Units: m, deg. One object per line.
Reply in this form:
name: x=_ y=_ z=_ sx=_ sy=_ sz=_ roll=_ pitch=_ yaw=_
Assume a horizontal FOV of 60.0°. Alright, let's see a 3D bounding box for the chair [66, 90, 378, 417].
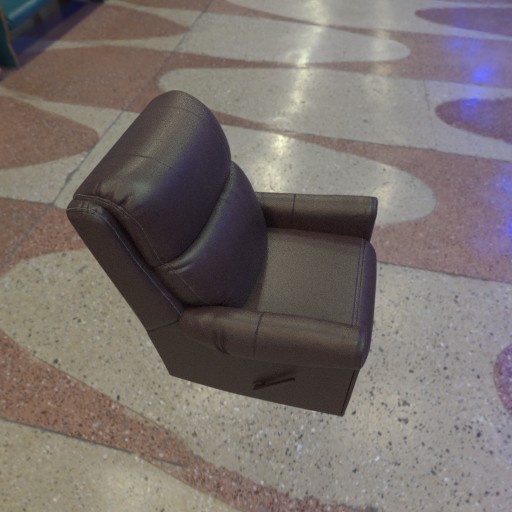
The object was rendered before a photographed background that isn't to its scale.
chair: x=0.000 y=0.000 z=1.801 sx=1.014 sy=1.054 sz=0.838 roll=10 pitch=47 yaw=9
